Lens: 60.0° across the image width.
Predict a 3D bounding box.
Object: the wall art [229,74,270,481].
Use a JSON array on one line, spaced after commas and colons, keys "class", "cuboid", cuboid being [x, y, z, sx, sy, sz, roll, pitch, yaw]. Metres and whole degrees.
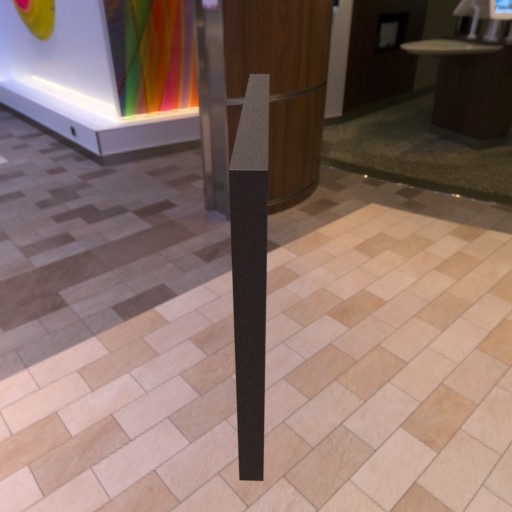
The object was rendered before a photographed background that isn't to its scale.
[{"class": "wall art", "cuboid": [0.000, 0.000, 0.769, 0.038, 0.507, 0.507, 1, 32, 1]}]
